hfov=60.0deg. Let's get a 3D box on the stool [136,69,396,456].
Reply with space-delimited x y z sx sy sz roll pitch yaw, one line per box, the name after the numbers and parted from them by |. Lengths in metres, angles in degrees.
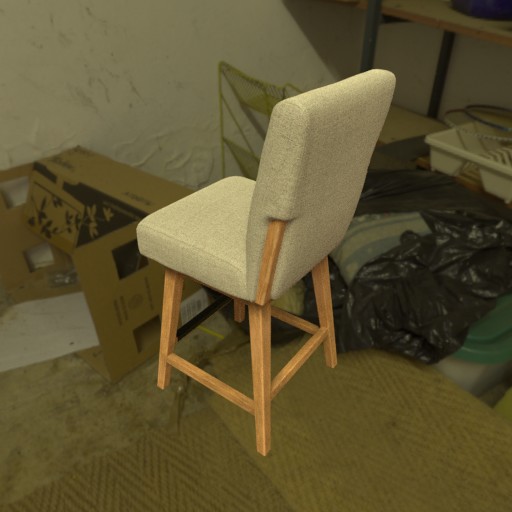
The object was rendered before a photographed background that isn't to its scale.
0.000 0.000 1.288 0.526 1.010 0.459 21 38 30 | stool
